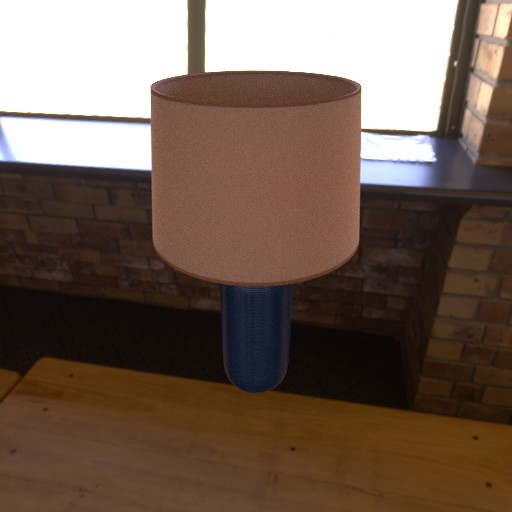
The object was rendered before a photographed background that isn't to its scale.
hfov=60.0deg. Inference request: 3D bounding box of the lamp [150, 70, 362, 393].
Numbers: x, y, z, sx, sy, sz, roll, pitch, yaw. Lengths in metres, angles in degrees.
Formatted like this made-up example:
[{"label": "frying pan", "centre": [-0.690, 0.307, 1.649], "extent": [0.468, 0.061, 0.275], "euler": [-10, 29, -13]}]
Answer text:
[{"label": "lamp", "centre": [0.000, 0.000, 0.830], "extent": [0.367, 0.609, 0.367], "euler": [0, 30, 0]}]
